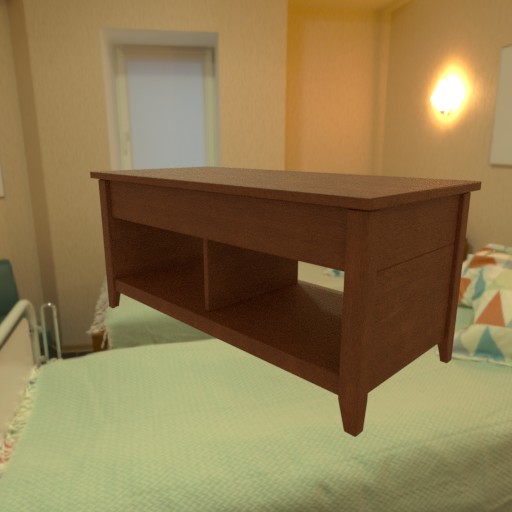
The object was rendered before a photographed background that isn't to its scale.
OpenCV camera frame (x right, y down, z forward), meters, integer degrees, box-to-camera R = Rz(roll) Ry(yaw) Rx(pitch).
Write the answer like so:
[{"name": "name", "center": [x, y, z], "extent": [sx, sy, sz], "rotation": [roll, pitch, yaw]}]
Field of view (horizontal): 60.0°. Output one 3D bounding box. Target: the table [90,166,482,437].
[{"name": "table", "center": [0.000, 0.000, 1.279], "extent": [0.483, 0.457, 1.016], "rotation": [-14, 19, -43]}]
